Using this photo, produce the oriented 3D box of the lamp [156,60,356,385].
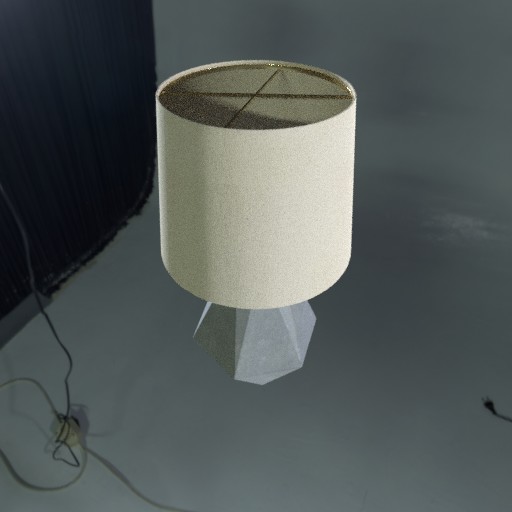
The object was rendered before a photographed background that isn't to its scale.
[{"bbox_3d":[0.000,0.000,0.672,0.276,0.501,0.276,0,40,0],"label":"lamp"}]
